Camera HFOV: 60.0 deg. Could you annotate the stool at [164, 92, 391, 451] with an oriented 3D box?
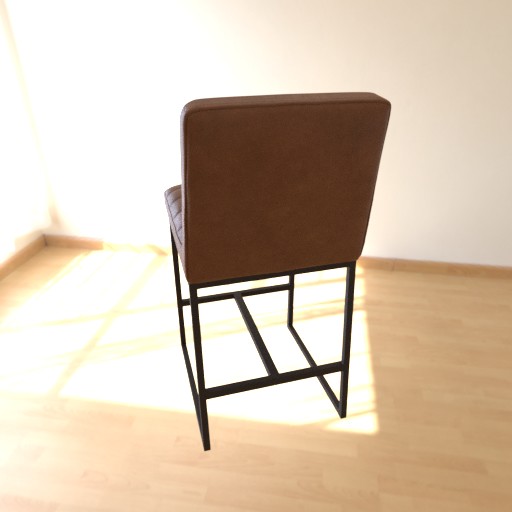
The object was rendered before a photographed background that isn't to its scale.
[{"bbox_3d":[0.000,0.000,1.282,0.458,0.940,0.556,-8,28,-14],"label":"stool"}]
